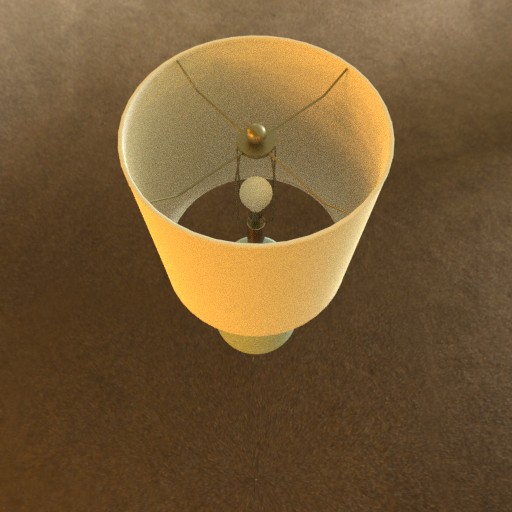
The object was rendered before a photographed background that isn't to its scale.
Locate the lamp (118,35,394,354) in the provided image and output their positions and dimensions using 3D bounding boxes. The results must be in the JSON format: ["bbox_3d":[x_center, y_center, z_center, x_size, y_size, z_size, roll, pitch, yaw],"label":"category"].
[{"bbox_3d":[0.000,0.000,1.063,0.418,0.871,0.418,-2,63,-1],"label":"lamp"}]
